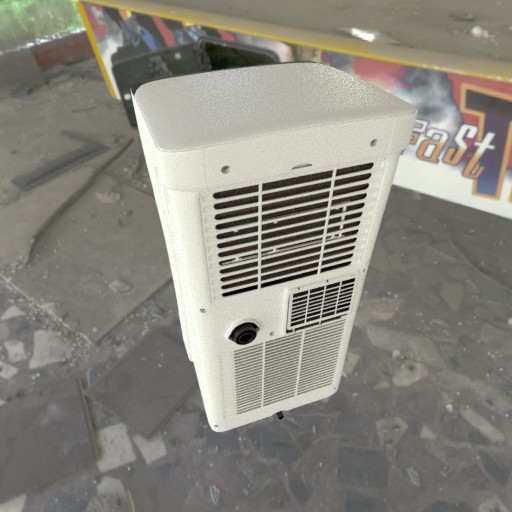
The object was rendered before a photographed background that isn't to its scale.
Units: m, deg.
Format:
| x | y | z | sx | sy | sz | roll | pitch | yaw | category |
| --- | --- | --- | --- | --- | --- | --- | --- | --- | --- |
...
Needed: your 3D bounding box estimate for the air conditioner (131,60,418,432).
| x | y | z | sx | sy | sz | roll | pitch | yaw | category |
| --- | --- | --- | --- | --- | --- | --- | --- | --- | --- |
| 0.000 | 0.000 | 0.891 | 0.352 | 0.716 | 0.369 | -13 | 43 | -15 | air conditioner |
